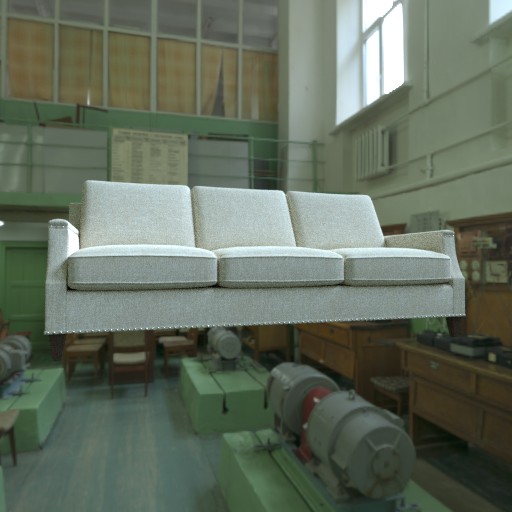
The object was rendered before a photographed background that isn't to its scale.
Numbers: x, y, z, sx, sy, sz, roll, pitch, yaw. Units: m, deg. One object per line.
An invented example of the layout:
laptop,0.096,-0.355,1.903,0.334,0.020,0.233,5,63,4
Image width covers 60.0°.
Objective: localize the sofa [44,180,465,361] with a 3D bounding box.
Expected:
sofa,0.000,0.000,2.698,2.210,0.940,1.041,0,-1,-18
